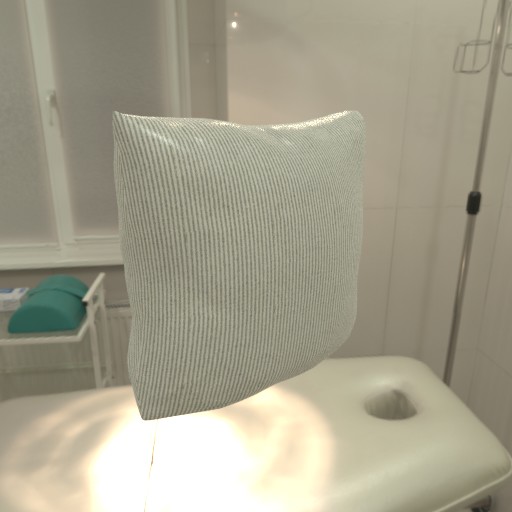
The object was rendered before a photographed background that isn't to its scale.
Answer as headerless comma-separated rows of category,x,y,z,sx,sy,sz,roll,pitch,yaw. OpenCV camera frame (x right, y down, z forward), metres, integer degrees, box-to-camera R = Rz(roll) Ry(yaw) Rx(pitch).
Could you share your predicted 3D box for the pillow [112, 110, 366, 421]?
pillow,0.000,0.000,0.690,0.387,0.432,0.310,-2,18,-7
